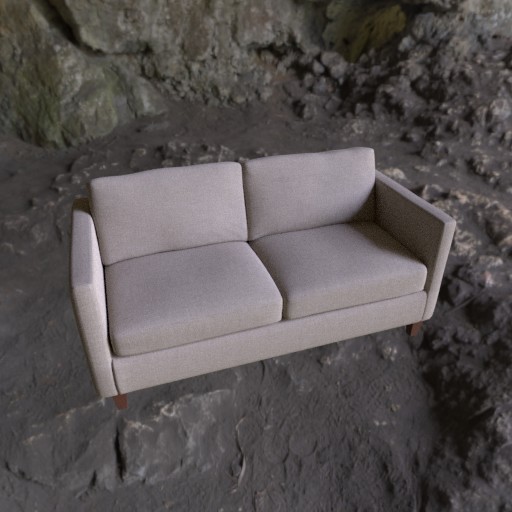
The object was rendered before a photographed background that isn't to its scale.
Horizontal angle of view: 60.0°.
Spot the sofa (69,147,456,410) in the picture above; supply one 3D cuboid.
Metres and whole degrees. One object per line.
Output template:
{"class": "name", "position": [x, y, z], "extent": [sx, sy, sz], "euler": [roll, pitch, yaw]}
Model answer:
{"class": "sofa", "position": [0.000, 0.000, 2.498], "extent": [1.884, 0.947, 0.951], "euler": [-10, 33, -16]}
